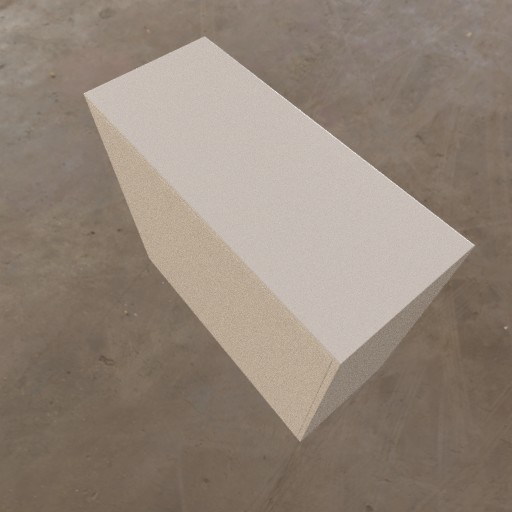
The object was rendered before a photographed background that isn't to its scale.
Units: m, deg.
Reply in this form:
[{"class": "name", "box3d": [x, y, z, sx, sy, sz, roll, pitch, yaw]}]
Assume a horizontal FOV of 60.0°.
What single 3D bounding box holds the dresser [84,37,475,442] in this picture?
[{"class": "dresser", "box3d": [0.000, 0.000, 1.637, 0.460, 1.000, 1.100, -35, 65, -19]}]
